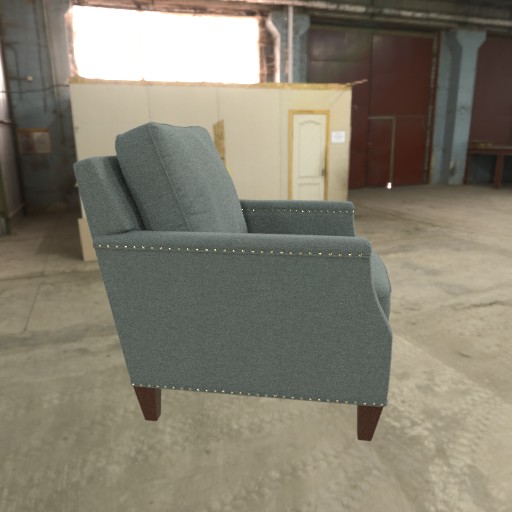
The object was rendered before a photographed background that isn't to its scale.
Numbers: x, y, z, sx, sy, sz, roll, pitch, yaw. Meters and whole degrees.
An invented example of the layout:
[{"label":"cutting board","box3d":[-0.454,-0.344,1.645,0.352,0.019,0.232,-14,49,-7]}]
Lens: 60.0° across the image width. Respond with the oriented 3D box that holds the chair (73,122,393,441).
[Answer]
[{"label":"chair","box3d":[0.000,0.000,1.804,1.031,1.031,0.885,2,15,8]}]
